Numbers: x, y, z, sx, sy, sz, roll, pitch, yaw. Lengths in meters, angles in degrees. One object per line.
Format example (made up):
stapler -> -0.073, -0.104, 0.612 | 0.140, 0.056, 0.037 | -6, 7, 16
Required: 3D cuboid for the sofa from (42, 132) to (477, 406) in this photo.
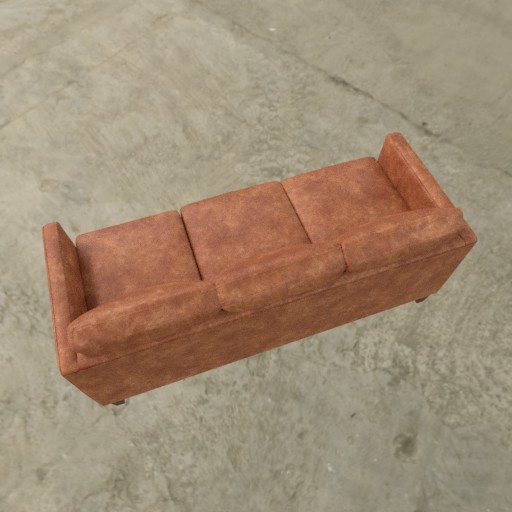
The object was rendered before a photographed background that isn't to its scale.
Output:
sofa -> 0.000, 0.000, 2.931 | 2.464, 1.006, 1.045 | -17, 60, -10
